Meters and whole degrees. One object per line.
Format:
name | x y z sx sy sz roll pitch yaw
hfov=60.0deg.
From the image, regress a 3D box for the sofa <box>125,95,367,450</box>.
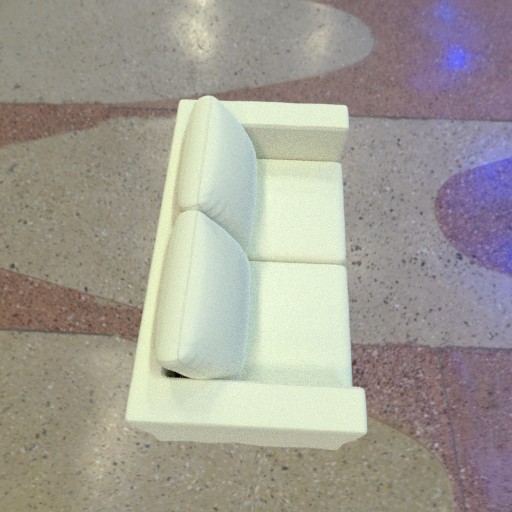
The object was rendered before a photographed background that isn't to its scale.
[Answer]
sofa | 0.000 0.000 2.372 1.009 0.932 1.813 2 63 1
